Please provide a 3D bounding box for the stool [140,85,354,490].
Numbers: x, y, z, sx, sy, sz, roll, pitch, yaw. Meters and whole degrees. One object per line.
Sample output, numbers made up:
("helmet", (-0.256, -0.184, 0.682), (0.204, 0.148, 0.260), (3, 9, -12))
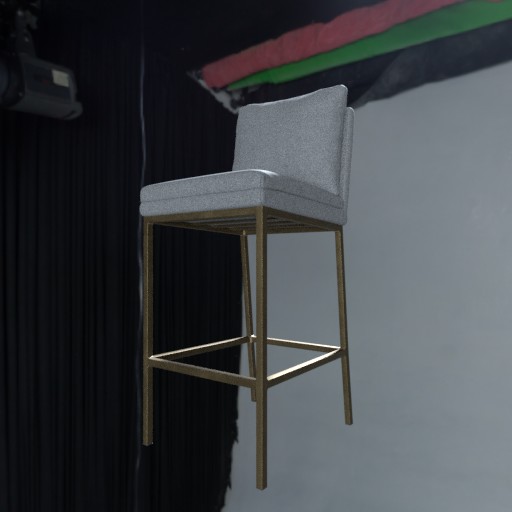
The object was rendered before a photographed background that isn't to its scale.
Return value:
("stool", (0.000, 0.000, 1.413), (0.463, 1.130, 0.569), (0, -1, 37))
